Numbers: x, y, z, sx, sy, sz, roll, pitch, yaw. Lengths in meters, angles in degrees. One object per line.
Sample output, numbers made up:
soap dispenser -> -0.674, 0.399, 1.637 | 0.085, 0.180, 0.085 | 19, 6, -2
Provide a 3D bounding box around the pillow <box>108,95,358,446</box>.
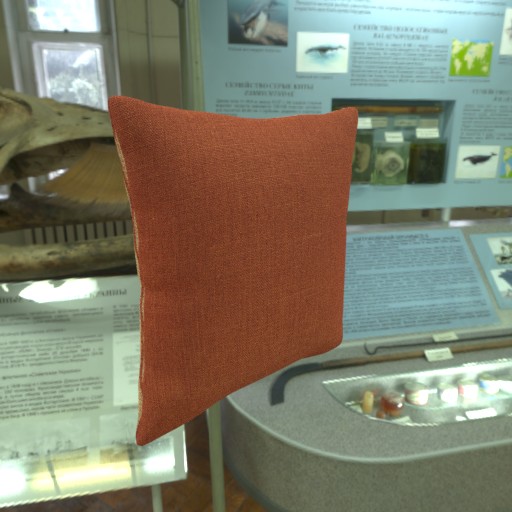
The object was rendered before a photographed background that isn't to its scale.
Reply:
pillow -> 0.000, 0.000, 0.658 | 0.429, 0.434, 0.159 | -15, 23, -41
